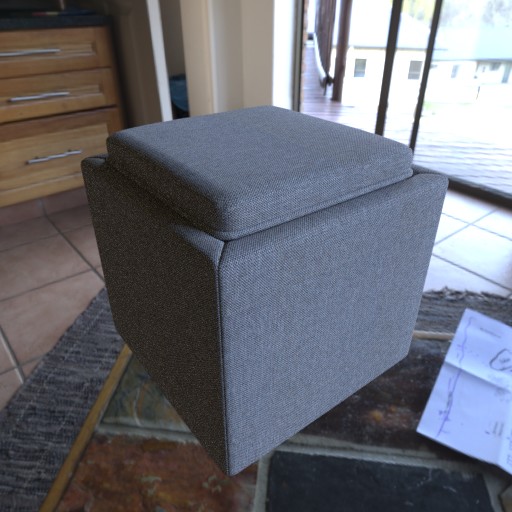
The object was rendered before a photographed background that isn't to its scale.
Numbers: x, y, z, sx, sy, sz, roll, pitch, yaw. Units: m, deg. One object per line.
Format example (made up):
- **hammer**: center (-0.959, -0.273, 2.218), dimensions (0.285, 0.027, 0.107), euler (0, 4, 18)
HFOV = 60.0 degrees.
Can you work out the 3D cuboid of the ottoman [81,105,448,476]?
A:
- **ottoman**: center (0.000, 0.000, 0.828), dimensions (0.450, 0.460, 0.450), euler (-21, 37, -31)
